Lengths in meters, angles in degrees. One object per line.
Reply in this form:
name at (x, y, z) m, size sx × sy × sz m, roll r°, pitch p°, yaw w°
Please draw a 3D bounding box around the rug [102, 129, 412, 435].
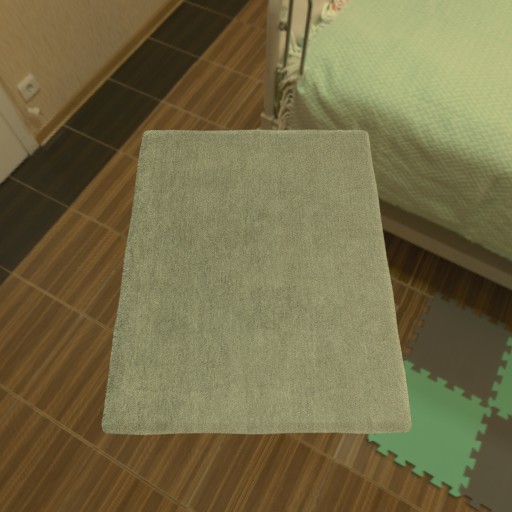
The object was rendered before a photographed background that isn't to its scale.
rug at (0.000, 0.000, 3.919) m, size 2.332 × 0.027 × 2.933 m, roll 0°, pitch 64°, yaw 0°
